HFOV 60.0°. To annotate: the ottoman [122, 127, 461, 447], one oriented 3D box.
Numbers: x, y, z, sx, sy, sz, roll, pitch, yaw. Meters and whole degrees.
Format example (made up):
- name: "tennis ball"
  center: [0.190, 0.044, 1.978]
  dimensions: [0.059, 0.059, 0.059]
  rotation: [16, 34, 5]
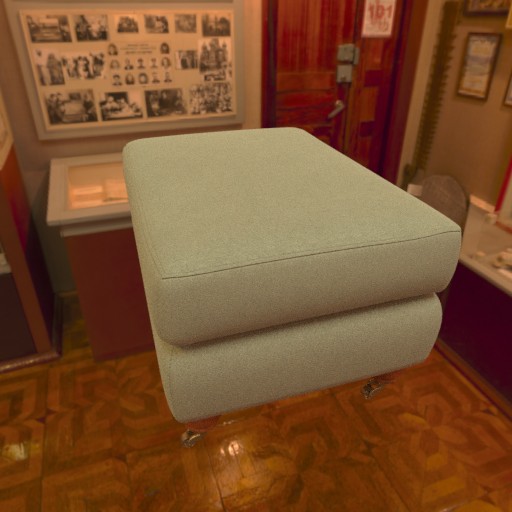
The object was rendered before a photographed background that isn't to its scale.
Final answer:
- name: "ottoman"
  center: [0.000, 0.000, 1.114]
  dimensions: [0.569, 0.499, 0.773]
  rotation: [-9, 31, -15]
